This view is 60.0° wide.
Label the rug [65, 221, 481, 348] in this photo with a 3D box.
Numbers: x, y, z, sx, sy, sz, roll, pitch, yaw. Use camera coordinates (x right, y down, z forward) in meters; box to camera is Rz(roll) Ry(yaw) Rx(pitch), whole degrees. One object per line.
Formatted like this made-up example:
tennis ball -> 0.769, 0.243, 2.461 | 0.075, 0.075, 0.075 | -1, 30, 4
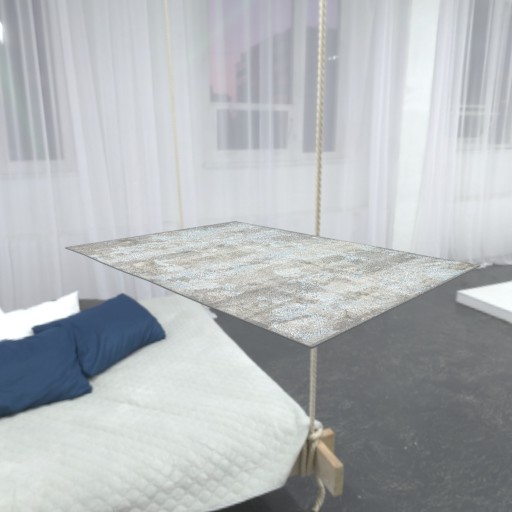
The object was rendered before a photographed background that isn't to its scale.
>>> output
rug -> 0.000, 0.000, 4.297 | 2.393, 0.013, 3.307 | -13, 19, -43
